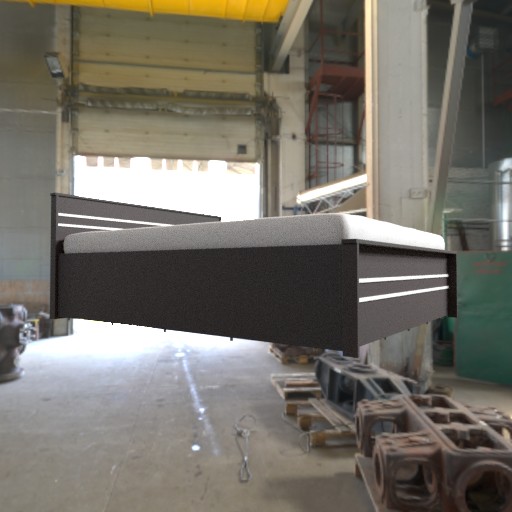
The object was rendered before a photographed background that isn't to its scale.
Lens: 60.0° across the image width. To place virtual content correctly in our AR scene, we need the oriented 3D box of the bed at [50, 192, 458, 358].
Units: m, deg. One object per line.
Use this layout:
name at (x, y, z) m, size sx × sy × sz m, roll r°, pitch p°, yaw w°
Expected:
bed at (0.000, 0.000, 2.894) m, size 2.103 × 0.808 × 1.634 m, roll -1°, pitch -2°, yaw 36°
